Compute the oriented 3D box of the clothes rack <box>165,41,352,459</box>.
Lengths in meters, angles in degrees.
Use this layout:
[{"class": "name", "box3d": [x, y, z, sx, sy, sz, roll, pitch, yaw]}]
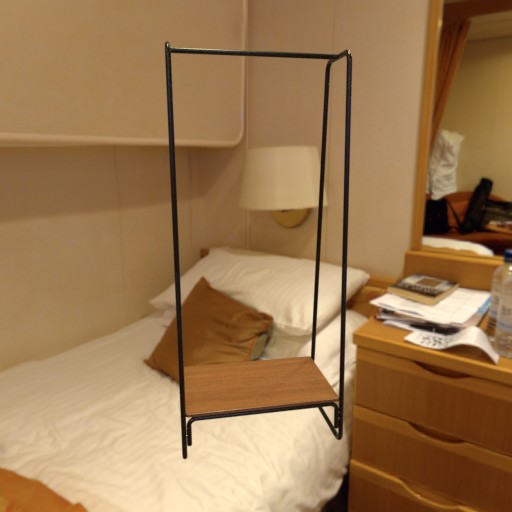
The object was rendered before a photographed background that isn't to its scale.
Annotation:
[{"class": "clothes rack", "box3d": [0.000, 0.000, 1.749, 0.640, 1.500, 0.400, -2, 13, -11]}]
